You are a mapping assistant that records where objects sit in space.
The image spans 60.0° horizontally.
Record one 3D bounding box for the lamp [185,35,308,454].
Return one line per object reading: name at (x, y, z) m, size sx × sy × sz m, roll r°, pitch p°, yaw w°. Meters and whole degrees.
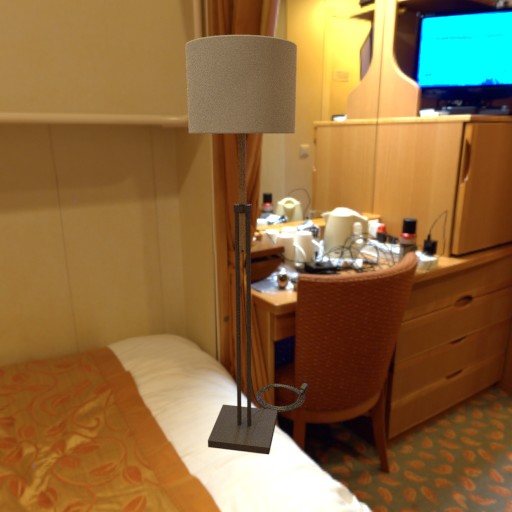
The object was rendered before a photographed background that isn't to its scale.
lamp at (0.000, 0.000, 1.949) m, size 0.474 × 1.650 × 0.639 m, roll 3°, pitch 16°, yaw 10°
